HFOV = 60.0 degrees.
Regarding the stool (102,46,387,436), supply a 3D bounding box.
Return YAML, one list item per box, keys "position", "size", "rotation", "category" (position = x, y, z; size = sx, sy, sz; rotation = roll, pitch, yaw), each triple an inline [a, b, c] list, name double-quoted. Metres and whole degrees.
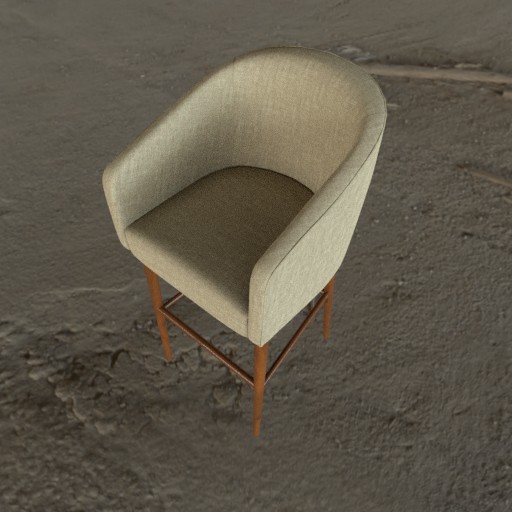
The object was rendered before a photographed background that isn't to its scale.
- position: [0.000, 0.000, 1.400]
  size: [0.559, 1.078, 0.607]
  rotation: [32, 55, 26]
  category: "stool"
